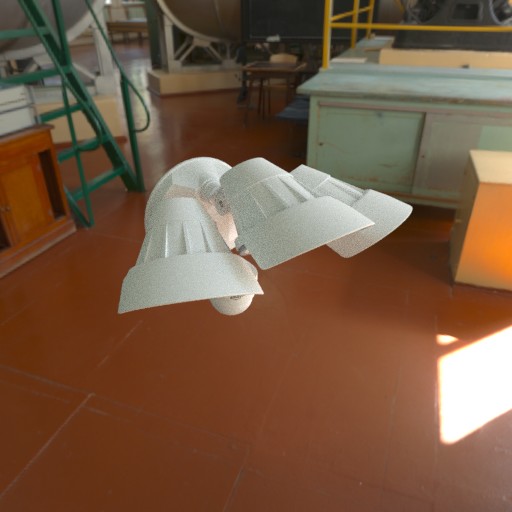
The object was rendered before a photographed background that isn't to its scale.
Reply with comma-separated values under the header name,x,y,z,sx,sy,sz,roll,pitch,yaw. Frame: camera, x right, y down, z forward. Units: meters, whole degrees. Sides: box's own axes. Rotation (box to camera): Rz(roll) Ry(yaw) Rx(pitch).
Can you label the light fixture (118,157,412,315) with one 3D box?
name,x,y,z,sx,sy,sz,roll,pitch,yaw
light fixture,0.000,0.000,0.531,0.369,0.237,0.278,-20,36,-30
